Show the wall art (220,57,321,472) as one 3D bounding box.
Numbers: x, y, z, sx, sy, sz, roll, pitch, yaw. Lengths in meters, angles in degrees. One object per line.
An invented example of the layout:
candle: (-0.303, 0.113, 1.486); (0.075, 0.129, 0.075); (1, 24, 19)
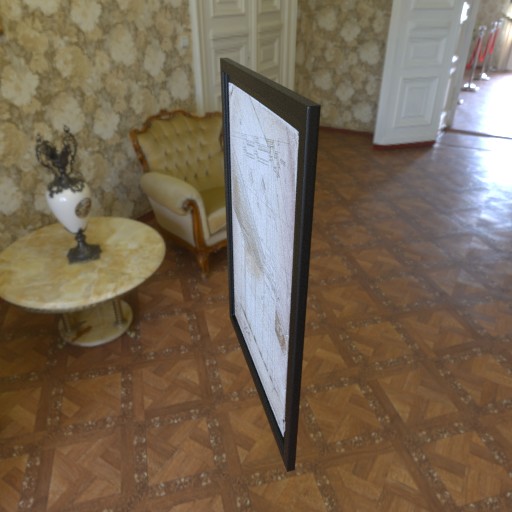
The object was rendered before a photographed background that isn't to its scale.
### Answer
wall art: (0.000, 0.000, 0.859); (0.016, 0.657, 0.480); (-8, 31, -14)
